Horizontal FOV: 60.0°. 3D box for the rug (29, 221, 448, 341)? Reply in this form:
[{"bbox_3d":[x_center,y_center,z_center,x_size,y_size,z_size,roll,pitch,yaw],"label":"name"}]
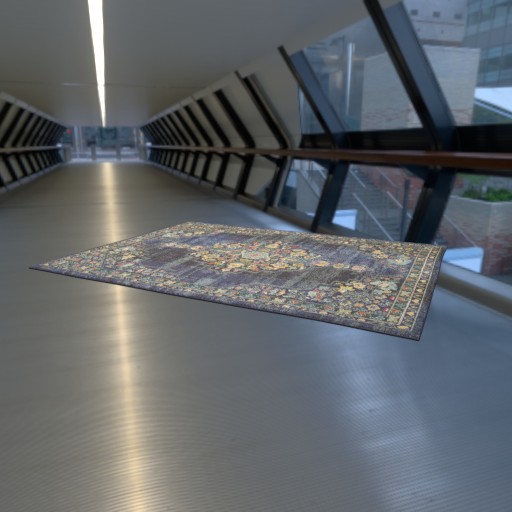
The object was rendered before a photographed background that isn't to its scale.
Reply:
[{"bbox_3d":[0.000,0.000,4.717,3.612,0.035,2.716,7,17,25],"label":"rug"}]
